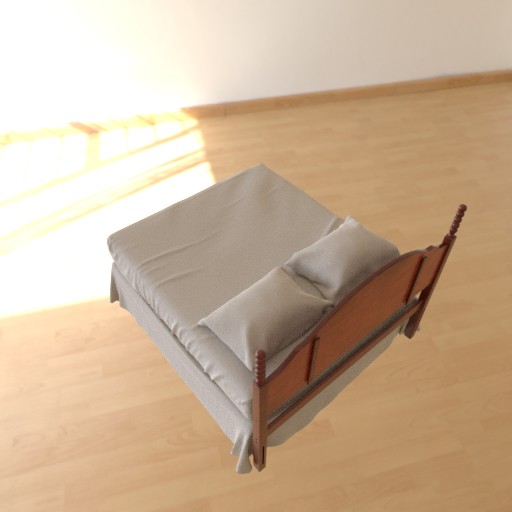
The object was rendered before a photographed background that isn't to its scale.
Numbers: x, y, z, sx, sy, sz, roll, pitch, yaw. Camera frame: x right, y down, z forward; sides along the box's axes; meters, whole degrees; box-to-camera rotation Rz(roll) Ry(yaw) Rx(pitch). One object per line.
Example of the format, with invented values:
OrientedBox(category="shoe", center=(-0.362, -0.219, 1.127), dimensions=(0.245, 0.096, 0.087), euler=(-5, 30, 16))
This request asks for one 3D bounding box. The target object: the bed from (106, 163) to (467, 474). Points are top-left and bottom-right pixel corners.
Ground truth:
OrientedBox(category="bed", center=(0.000, 0.000, 3.309), dimensions=(1.873, 1.356, 2.040), euler=(-31, 53, -27))
